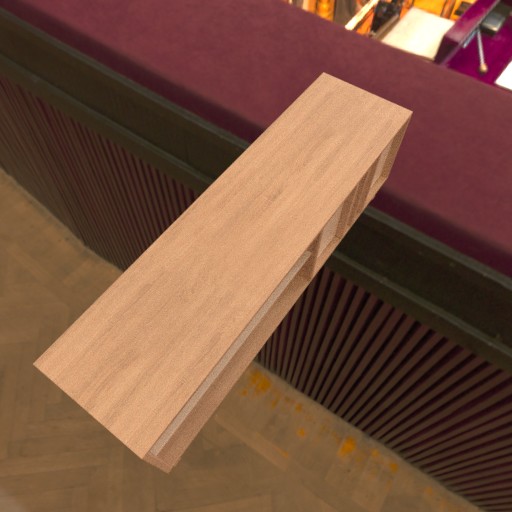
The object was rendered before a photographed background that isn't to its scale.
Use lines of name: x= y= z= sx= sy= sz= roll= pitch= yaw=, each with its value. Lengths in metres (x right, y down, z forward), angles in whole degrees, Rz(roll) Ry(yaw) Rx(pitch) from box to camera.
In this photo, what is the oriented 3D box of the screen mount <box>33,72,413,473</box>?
screen mount: x=0.000 y=0.000 z=1.663 sx=0.400 sy=0.510 sz=1.500 roll=32 pitch=64 yaw=17
